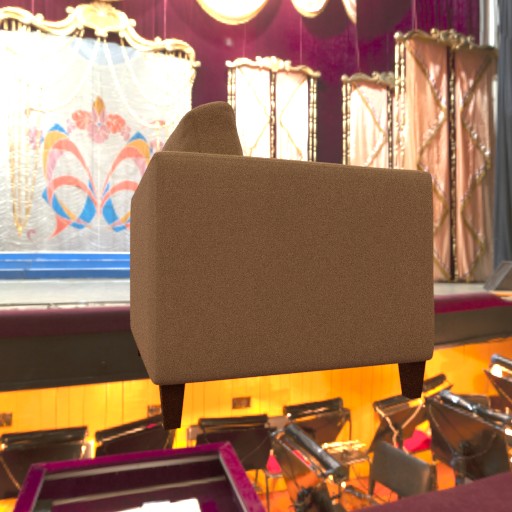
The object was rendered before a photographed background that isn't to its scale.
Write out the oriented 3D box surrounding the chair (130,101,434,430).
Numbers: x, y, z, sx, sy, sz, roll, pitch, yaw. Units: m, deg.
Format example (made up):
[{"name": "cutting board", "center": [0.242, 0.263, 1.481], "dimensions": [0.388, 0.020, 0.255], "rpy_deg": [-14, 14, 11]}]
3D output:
[{"name": "chair", "center": [0.000, 0.000, 1.829], "dimensions": [0.959, 0.961, 1.107], "rpy_deg": [0, 0, -19]}]
